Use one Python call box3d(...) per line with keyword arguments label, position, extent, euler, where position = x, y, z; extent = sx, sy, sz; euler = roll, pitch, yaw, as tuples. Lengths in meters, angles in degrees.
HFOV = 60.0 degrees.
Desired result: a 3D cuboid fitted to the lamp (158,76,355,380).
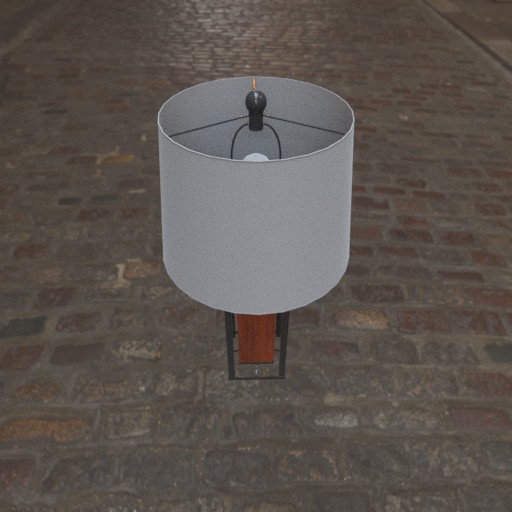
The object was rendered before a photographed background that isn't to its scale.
box3d(label="lamp", position=(0.000, 0.000, 0.788), extent=(0.320, 0.591, 0.320), euler=(0, 42, 0))
